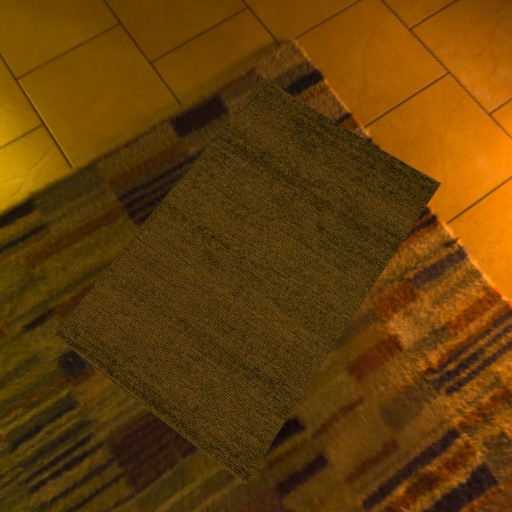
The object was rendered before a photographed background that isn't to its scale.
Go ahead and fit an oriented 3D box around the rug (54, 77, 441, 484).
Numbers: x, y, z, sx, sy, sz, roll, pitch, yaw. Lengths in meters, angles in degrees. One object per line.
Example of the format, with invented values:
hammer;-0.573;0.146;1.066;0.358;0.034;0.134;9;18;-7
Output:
rug;0.000;0.000;2.237;1.145;0.021;1.777;34;78;8
